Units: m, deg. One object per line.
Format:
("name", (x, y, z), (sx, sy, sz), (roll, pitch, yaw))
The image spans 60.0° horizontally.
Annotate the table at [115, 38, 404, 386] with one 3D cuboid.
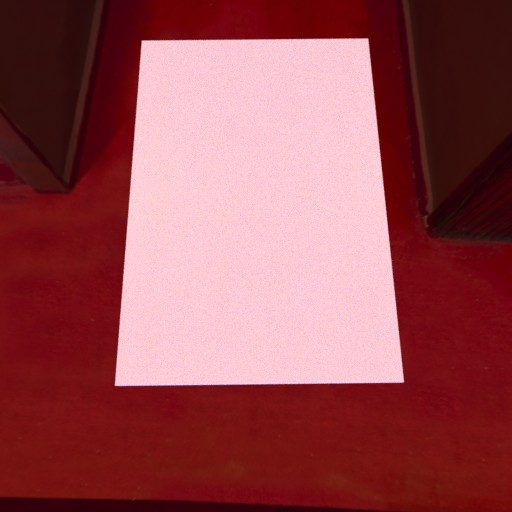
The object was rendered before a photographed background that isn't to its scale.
("table", (0.000, 0.000, 1.044), (0.406, 0.711, 0.589), (-1, 73, 0))
